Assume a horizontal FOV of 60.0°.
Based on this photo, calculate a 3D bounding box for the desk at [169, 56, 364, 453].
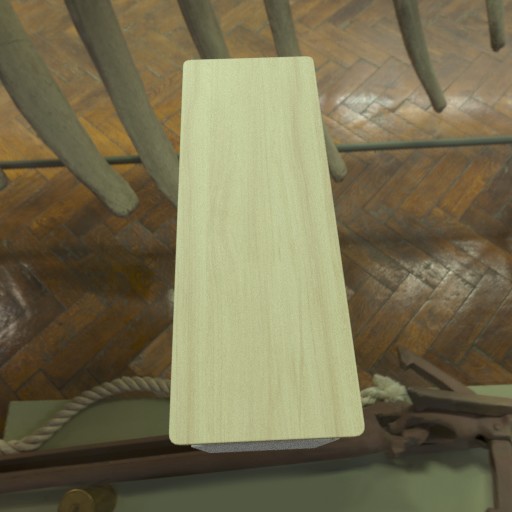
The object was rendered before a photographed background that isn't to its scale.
[{"bbox_3d":[0.000,0.000,1.895,0.550,0.755,1.500,-2,64,-1],"label":"desk"}]
